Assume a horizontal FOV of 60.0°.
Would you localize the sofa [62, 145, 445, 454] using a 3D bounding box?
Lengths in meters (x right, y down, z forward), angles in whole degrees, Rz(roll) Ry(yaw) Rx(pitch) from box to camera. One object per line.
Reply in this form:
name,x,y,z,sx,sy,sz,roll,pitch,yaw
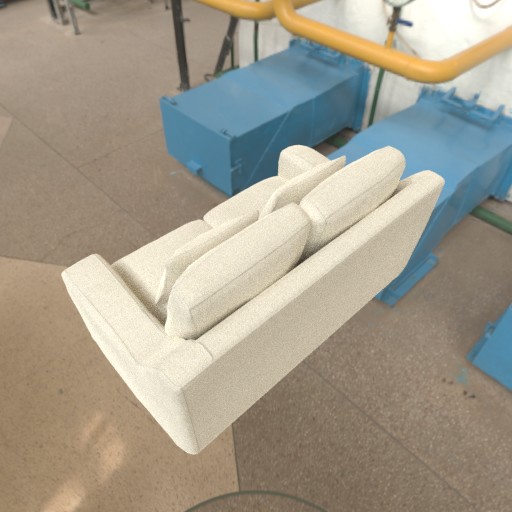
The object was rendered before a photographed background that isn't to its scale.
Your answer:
sofa,0.000,0.000,2.361,1.744,1.047,1.040,-34,55,-28
